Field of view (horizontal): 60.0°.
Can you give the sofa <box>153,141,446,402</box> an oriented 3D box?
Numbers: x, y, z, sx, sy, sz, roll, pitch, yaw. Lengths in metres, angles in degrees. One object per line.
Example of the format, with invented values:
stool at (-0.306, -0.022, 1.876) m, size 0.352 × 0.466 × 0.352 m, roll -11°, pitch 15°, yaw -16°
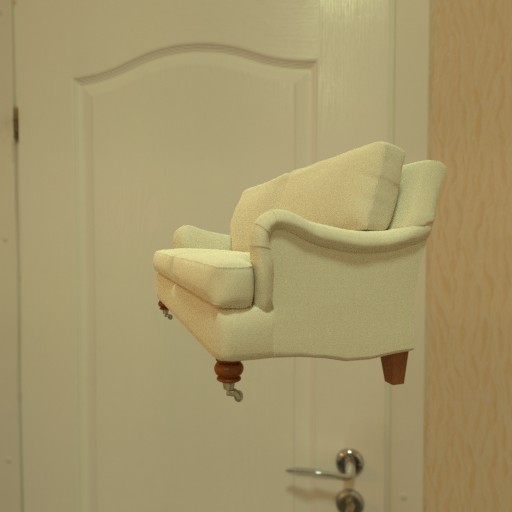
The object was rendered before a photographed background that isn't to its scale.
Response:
sofa at (0.000, 0.000, 2.791) m, size 1.086 × 1.087 × 2.159 m, roll -1°, pitch 2°, yaw -19°
